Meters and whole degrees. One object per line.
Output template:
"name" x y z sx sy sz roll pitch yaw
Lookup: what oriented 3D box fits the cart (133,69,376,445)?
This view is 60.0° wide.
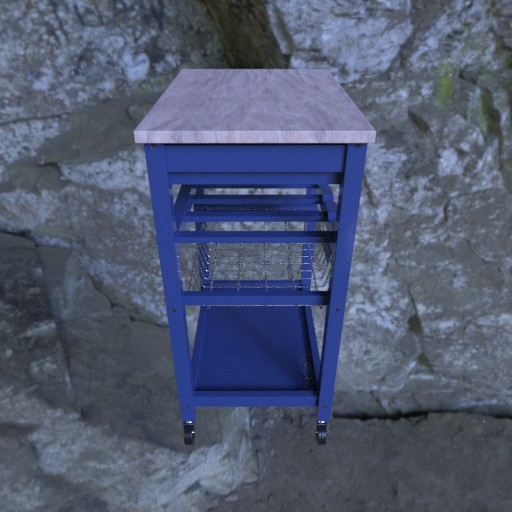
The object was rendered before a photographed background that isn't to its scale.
"cart" 0.000 0.000 1.187 0.403 0.839 0.584 0 32 0
